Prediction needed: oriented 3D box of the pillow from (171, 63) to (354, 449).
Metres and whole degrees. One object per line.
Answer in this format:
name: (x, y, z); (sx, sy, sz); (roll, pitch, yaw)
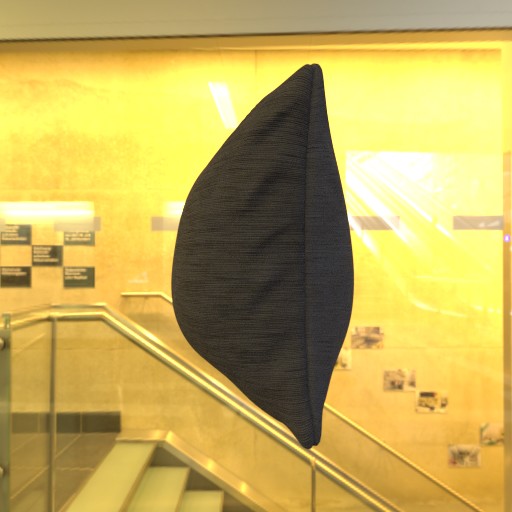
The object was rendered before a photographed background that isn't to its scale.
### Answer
pillow: (0.000, 0.000, 0.670); (0.246, 0.414, 0.432); (0, -1, -17)
